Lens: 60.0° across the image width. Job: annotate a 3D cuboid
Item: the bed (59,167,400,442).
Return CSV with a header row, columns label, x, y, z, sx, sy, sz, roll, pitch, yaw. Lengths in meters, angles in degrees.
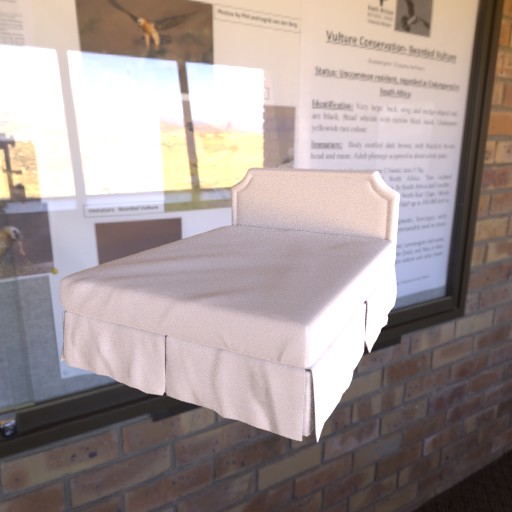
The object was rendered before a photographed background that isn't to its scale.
label,x,y,z,sx,sy,sz,roll,pitch,yaw
bed,0.000,0.000,3.659,1.977,1.293,2.498,7,16,26
